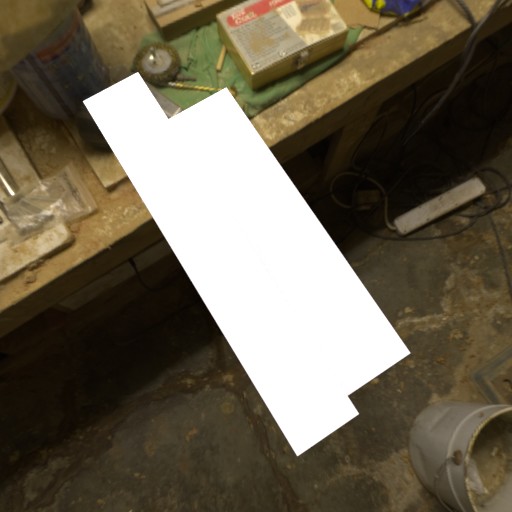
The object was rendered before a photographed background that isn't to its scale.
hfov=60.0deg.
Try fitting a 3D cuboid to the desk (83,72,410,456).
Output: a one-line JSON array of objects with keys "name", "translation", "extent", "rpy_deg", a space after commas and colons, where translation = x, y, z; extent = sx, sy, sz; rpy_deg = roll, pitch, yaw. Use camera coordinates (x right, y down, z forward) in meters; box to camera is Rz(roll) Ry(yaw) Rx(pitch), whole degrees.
[{"name": "desk", "translation": [0.000, 0.000, 1.757], "extent": [0.559, 0.990, 1.199], "rpy_deg": [-31, 79, -7]}]
